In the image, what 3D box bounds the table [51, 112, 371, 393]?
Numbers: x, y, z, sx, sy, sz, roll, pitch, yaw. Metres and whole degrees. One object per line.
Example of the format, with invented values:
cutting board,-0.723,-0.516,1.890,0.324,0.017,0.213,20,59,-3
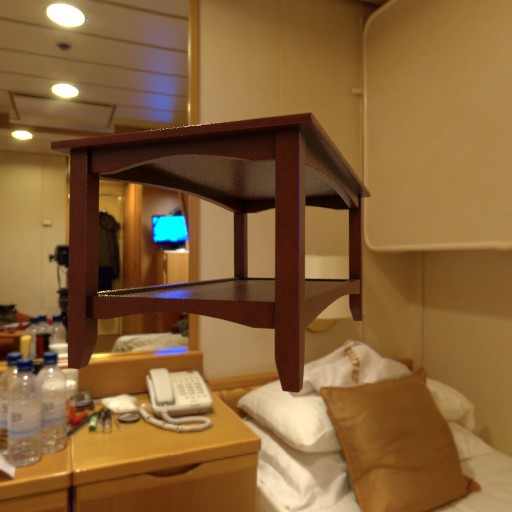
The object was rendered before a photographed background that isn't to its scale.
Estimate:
table,0.000,0.000,1.237,0.533,0.456,0.943,0,0,20
